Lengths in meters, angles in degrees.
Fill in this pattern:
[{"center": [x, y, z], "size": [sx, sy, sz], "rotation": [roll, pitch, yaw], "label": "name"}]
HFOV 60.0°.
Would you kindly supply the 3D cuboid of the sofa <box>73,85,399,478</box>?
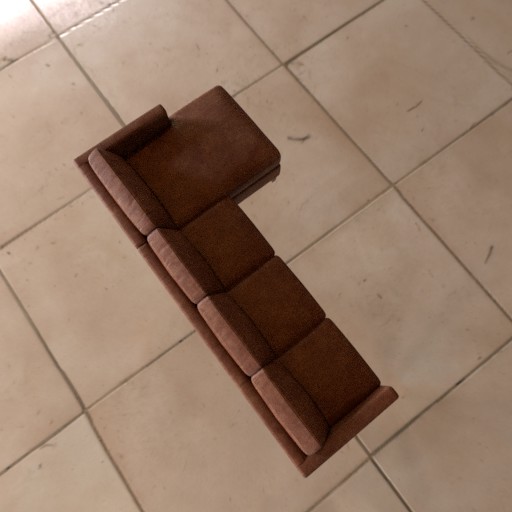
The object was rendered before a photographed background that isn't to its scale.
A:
[{"center": [0.000, 0.000, 3.933], "size": [1.581, 0.883, 3.203], "rotation": [-37, 78, -9], "label": "sofa"}]
